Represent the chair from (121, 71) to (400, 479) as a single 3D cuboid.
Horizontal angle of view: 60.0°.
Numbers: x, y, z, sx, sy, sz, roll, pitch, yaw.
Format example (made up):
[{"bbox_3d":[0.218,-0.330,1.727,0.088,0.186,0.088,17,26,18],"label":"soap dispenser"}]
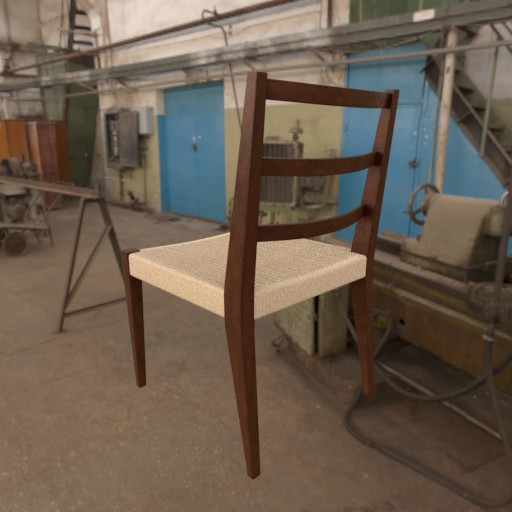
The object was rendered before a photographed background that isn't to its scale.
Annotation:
[{"bbox_3d":[0.000,0.000,1.157,0.480,0.813,0.551,-14,21,-42],"label":"chair"}]
